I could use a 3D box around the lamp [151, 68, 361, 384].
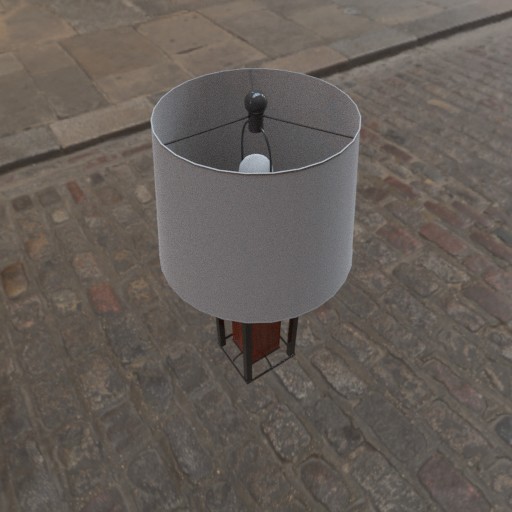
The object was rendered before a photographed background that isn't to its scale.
[{"bbox_3d":[0.000,0.000,0.762,0.320,0.591,0.320,0,46,0],"label":"lamp"}]
